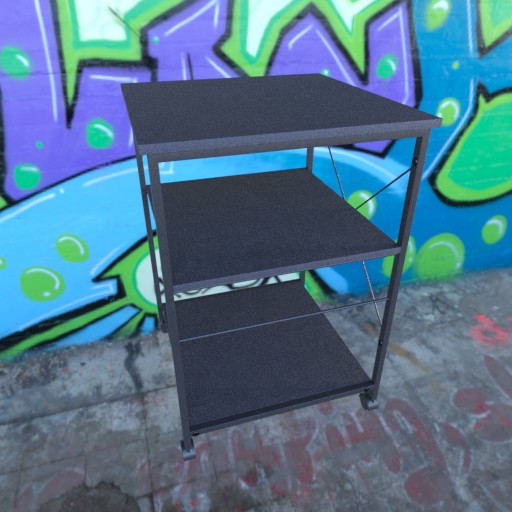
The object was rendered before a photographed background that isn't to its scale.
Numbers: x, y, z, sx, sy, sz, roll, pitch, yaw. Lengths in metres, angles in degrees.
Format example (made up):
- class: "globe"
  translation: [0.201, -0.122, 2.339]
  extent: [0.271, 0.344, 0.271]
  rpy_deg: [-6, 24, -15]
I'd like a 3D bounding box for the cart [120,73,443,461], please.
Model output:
- class: "cart"
  translation: [0.000, 0.000, 1.113]
  extent: [0.520, 0.762, 0.521]
  rpy_deg: [-9, 32, -15]
